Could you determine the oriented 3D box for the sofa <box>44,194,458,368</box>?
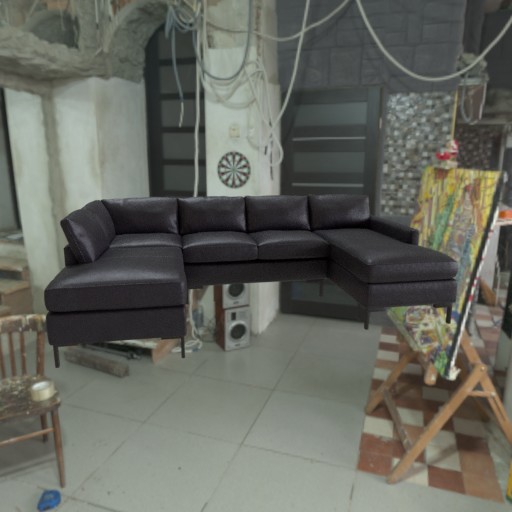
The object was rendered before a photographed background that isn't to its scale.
[{"bbox_3d":[0.000,0.000,3.827,2.956,0.900,1.939,-2,13,-10],"label":"sofa"}]
